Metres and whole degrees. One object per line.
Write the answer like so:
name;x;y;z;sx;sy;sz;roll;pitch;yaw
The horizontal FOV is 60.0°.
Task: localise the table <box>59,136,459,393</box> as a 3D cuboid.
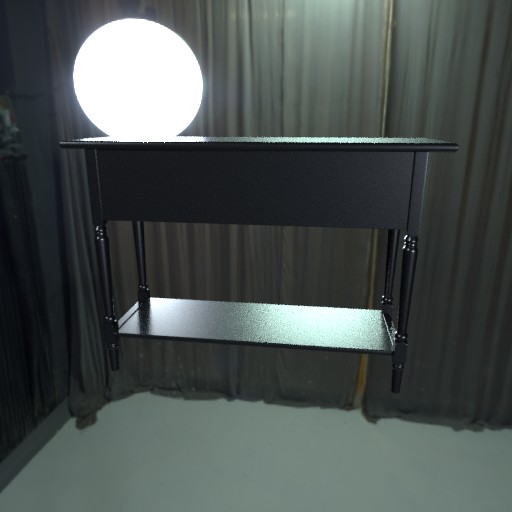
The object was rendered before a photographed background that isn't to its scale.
table;0.000;0.000;1.607;1.191;0.819;0.386;2;17;8
